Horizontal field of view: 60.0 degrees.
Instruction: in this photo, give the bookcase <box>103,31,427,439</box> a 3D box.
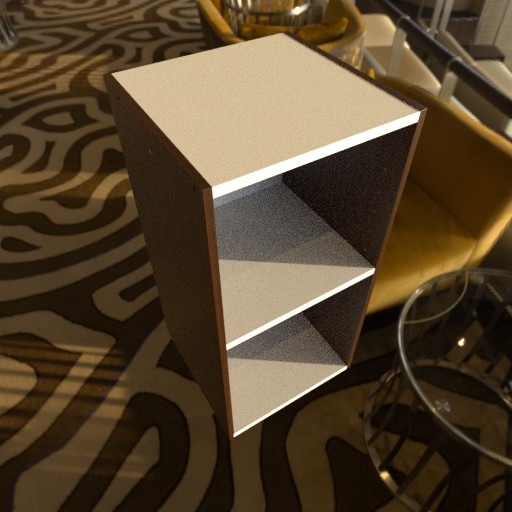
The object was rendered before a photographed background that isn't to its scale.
[{"bbox_3d":[0.000,0.000,0.772,0.300,0.600,0.290,-24,51,-21],"label":"bookcase"}]
